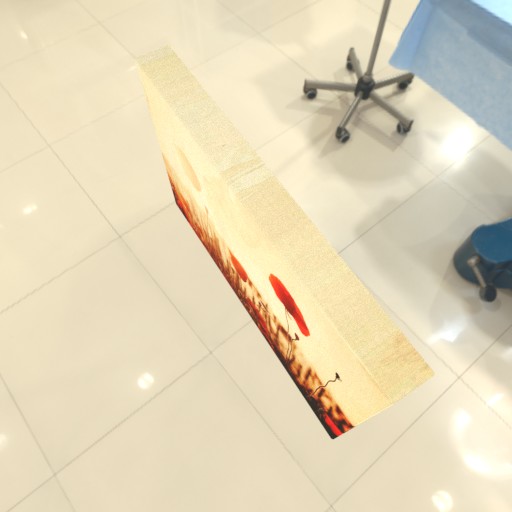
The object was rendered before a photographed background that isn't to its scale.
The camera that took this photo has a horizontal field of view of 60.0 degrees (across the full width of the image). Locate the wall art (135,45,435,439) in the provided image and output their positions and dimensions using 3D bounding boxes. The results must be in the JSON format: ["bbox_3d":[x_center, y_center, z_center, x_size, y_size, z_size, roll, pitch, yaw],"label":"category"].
[{"bbox_3d":[0.000,0.000,0.472,0.037,0.251,0.383,-29,66,-14],"label":"wall art"}]
